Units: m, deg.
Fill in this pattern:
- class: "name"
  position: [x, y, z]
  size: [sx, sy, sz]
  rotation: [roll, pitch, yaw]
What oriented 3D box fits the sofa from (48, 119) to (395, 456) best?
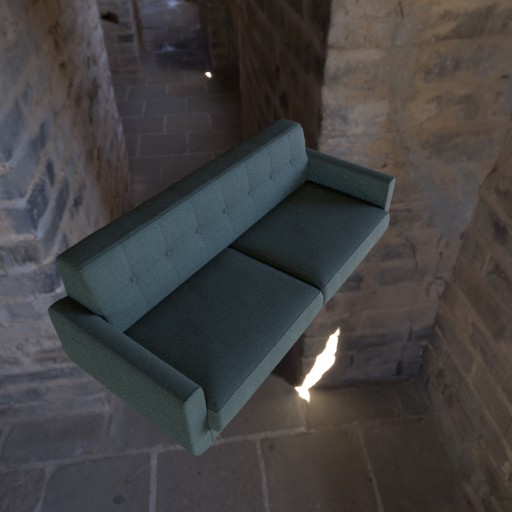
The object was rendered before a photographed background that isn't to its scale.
- class: "sofa"
  position: [0.000, 0.000, 2.539]
  size: [0.909, 0.841, 2.029]
  rotation: [25, 47, 26]
